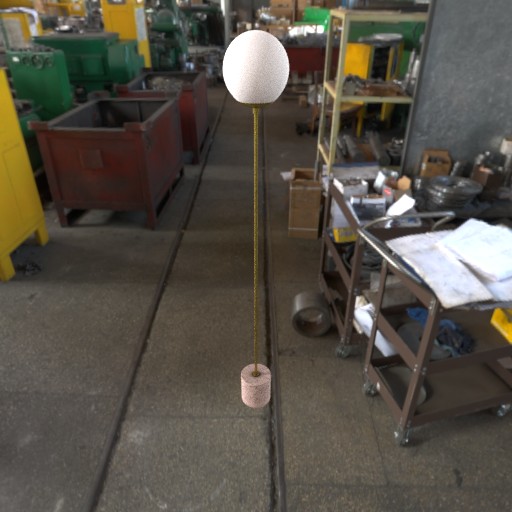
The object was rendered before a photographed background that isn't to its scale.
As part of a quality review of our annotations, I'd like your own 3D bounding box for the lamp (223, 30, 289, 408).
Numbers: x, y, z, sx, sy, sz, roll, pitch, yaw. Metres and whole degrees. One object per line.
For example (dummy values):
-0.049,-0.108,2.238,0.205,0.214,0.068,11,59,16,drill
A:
0.000,0.000,1.922,0.229,1.748,0.229,-18,35,-28,lamp
